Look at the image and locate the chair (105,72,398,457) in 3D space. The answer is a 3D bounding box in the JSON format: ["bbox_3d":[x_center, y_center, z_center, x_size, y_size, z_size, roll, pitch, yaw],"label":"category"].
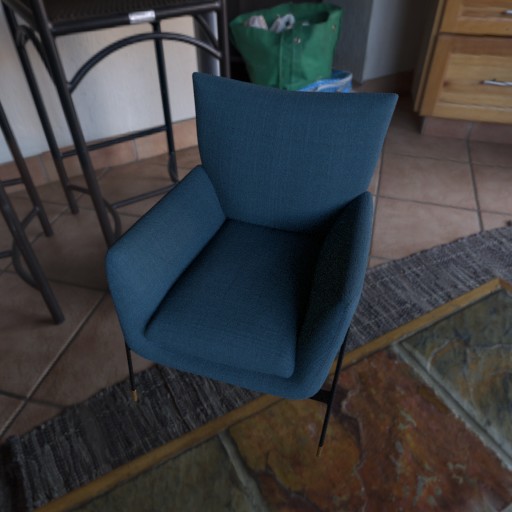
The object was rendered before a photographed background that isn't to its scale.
[{"bbox_3d":[0.000,0.000,1.411,0.678,0.859,0.769,12,42,13],"label":"chair"}]
